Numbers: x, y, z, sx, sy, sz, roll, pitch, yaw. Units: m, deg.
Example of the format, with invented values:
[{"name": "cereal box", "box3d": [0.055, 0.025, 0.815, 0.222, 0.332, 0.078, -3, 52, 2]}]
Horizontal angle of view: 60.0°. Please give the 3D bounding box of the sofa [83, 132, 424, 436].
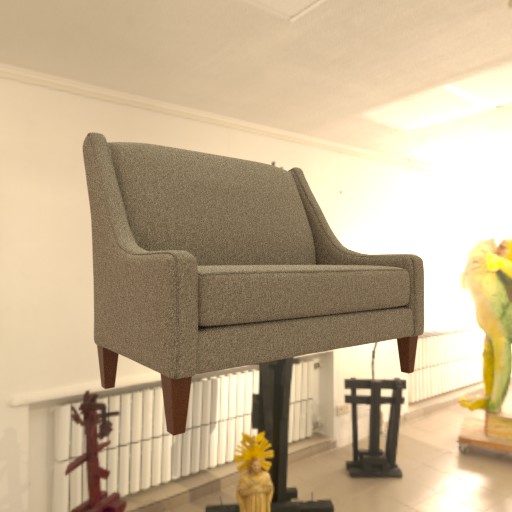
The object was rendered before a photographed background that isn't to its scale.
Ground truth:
[{"name": "sofa", "box3d": [0.000, 0.000, 1.909, 1.242, 1.026, 0.862, 0, -1, -37]}]
